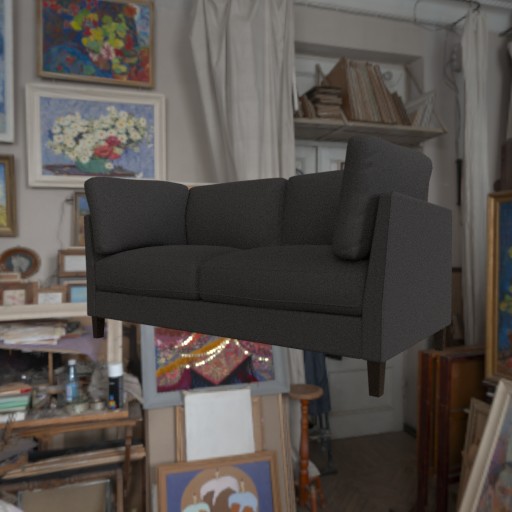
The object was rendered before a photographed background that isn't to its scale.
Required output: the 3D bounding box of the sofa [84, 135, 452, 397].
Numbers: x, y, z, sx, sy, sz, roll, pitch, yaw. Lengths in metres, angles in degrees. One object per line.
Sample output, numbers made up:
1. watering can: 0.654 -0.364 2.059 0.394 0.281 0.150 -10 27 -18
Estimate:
1. sofa: 0.000 0.000 2.308 1.751 0.920 0.969 1 1 37
